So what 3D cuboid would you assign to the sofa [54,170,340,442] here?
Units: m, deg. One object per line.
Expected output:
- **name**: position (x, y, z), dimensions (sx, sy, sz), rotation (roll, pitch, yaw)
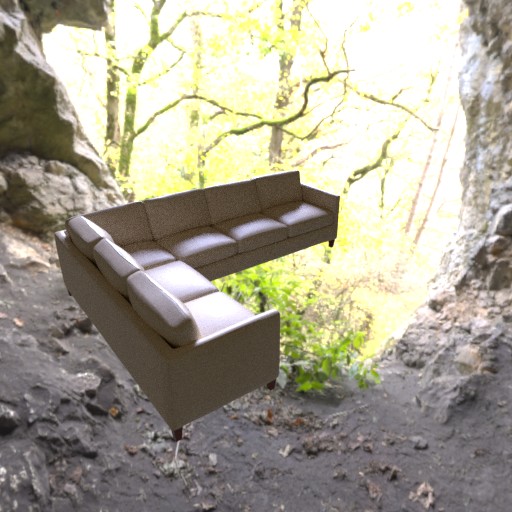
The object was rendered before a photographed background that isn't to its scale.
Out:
- **sofa**: position (0.000, 0.000, 4.597), dimensions (3.302, 0.947, 2.593), rotation (-18, 31, -33)
